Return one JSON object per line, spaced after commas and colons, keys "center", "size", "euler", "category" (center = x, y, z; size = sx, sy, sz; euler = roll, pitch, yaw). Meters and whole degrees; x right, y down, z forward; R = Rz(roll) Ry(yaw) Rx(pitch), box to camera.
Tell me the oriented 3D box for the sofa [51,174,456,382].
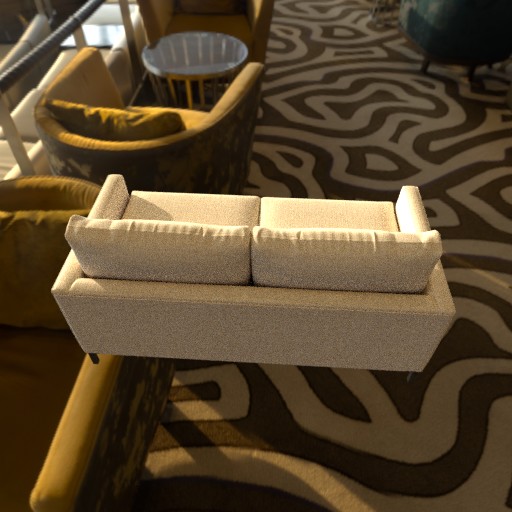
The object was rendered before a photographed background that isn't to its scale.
{"center": [0.000, 0.000, 2.164], "size": [1.651, 0.812, 0.839], "euler": [3, 46, 3], "category": "sofa"}
